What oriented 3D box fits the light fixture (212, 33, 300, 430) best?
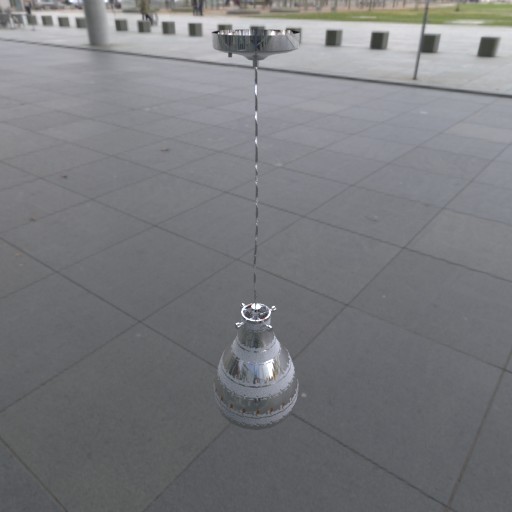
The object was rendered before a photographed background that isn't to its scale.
[{"bbox_3d":[0.000,0.000,1.613,0.374,1.457,0.374,-21,36,-31],"label":"light fixture"}]
